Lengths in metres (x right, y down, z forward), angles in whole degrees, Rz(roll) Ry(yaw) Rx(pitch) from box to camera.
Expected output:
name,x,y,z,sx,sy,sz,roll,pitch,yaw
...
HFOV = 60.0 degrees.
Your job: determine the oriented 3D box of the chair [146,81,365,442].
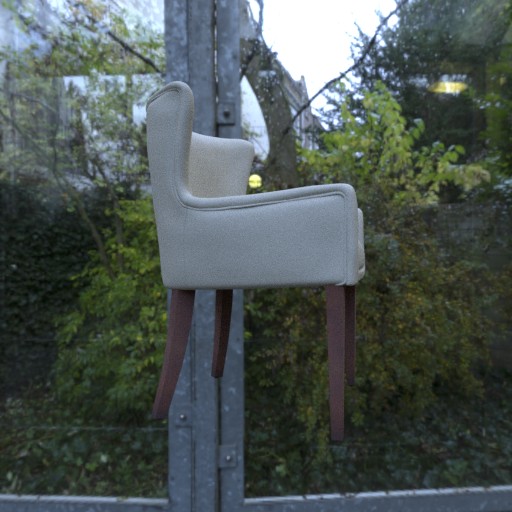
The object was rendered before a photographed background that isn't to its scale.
name,x,y,z,sx,sy,sz,roll,pitch,yaw
chair,0.000,0.000,1.462,0.686,0.952,0.660,0,-1,16
